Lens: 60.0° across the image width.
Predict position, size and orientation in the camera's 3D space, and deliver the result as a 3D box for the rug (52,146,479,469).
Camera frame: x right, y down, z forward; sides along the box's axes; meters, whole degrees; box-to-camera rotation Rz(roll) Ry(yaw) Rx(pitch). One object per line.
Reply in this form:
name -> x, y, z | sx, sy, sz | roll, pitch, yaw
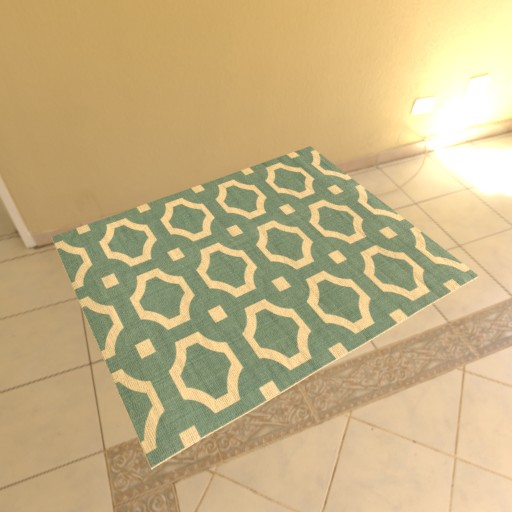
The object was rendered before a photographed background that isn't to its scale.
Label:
rug -> 0.000, 0.000, 4.032 | 3.049, 0.021, 2.466 | -24, 50, -22
